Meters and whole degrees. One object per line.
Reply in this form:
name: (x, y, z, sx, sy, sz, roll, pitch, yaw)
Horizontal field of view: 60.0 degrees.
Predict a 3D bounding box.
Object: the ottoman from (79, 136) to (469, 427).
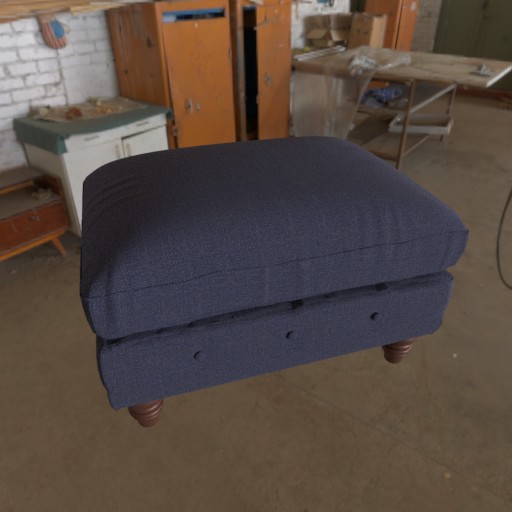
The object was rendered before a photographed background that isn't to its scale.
ottoman: (0.000, 0.000, 1.096, 0.767, 0.486, 0.558, -10, 33, -15)
